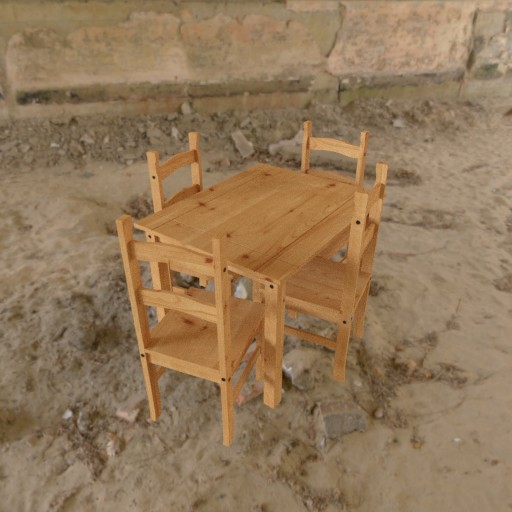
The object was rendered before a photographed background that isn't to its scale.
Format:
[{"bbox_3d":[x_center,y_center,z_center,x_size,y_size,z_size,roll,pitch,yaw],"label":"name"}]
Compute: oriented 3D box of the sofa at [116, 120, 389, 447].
[{"bbox_3d":[0.000,0.000,2.253,1.144,1.000,1.529,21,37,30],"label":"sofa"}]
